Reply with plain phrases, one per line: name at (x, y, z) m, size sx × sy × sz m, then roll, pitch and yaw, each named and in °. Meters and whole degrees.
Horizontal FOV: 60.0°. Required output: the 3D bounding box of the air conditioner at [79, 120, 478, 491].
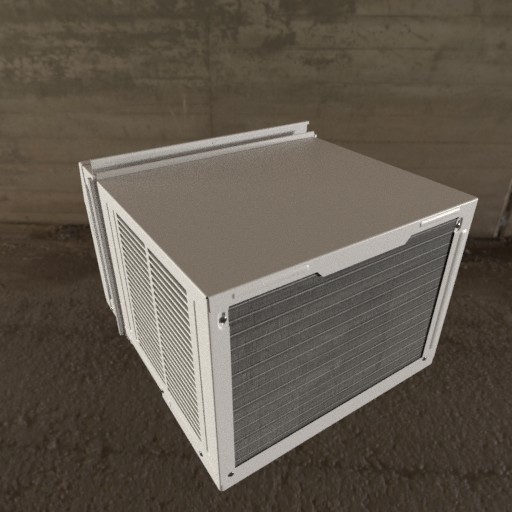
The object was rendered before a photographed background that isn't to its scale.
air conditioner at (0.000, 0.000, 0.861) m, size 0.503 × 0.388 × 0.546 m, roll -19°, pitch 36°, yaw -28°
